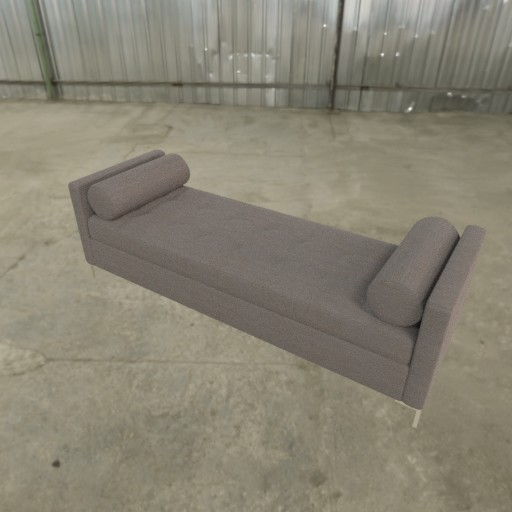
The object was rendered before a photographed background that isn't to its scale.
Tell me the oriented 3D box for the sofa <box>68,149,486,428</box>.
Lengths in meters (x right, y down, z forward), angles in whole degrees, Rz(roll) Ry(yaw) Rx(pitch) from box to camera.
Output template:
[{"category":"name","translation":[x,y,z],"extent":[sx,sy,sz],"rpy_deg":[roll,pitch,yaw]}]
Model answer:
[{"category":"sofa","translation":[0.000,0.000,2.313],"extent":[1.981,0.635,0.686],"rpy_deg":[19,36,28]}]
